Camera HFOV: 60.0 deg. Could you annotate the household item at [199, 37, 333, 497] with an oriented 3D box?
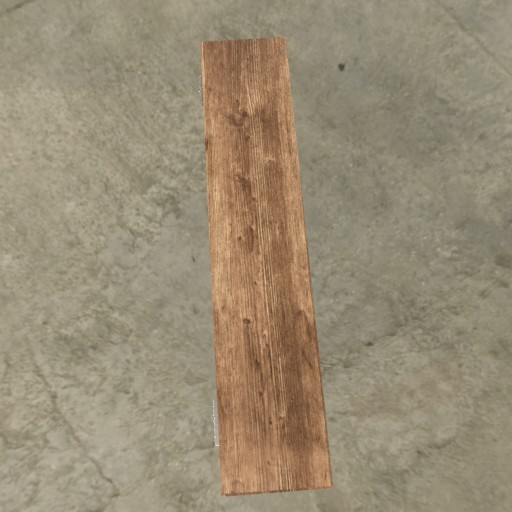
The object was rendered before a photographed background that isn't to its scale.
[{"bbox_3d":[0.000,0.000,2.004,0.390,0.615,1.800,-4,75,-1],"label":"household item"}]
